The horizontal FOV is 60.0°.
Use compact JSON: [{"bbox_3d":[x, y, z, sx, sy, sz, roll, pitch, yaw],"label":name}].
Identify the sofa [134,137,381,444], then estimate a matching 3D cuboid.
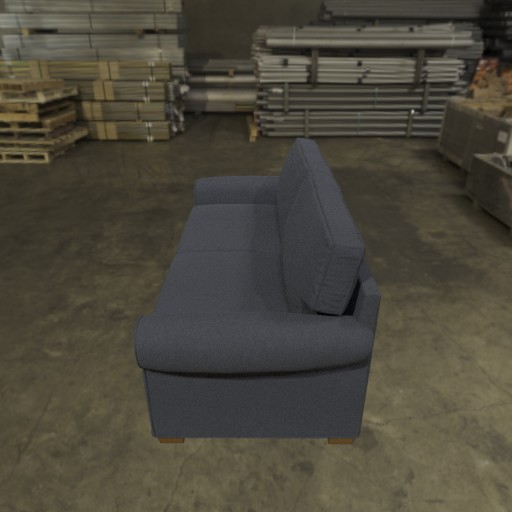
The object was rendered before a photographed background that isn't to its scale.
[{"bbox_3d":[0.000,0.000,2.574,0.951,1.031,2.009,0,27,0],"label":"sofa"}]
